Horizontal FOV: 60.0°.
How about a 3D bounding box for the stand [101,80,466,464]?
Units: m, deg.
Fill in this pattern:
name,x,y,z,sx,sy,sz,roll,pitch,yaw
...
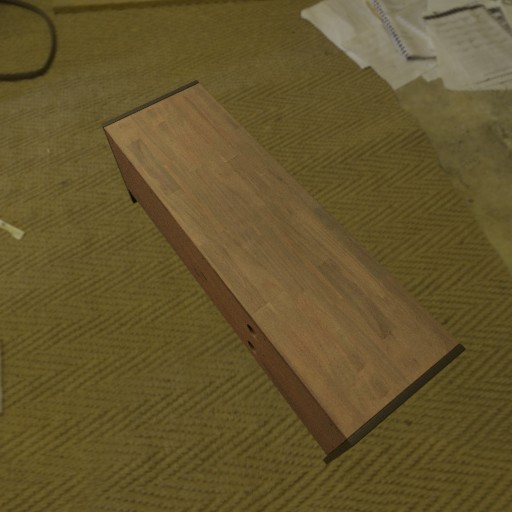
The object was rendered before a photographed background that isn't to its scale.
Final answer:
name,x,y,z,sx,sy,sz,roll,pitch,yaw
stand,0.000,0.000,1.756,0.454,0.506,1.480,-32,65,-17
